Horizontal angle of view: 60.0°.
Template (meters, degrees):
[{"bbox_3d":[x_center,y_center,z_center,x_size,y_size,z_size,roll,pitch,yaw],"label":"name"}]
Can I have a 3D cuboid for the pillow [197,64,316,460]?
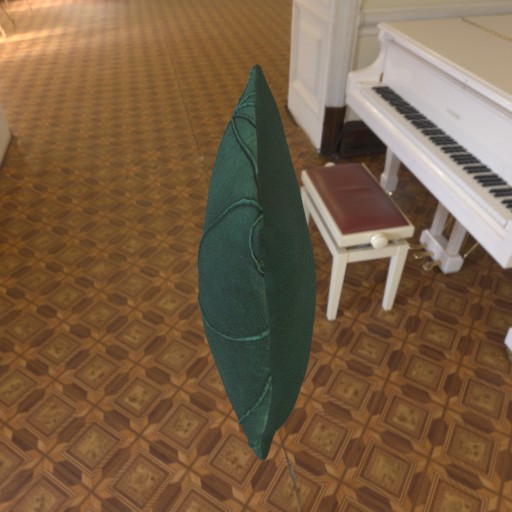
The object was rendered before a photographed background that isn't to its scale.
[{"bbox_3d":[0.000,0.000,0.682,0.184,0.440,0.439,0,41,0],"label":"pillow"}]
